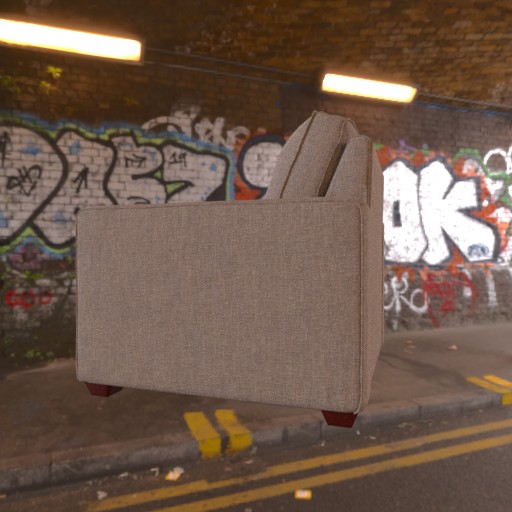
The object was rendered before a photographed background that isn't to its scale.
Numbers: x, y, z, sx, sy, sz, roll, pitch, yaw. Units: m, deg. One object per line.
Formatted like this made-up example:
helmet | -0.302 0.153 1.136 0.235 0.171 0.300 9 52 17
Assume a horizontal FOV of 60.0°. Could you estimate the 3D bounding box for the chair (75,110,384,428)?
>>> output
chair | 0.000 0.000 1.748 0.940 0.914 1.016 0 1 19
